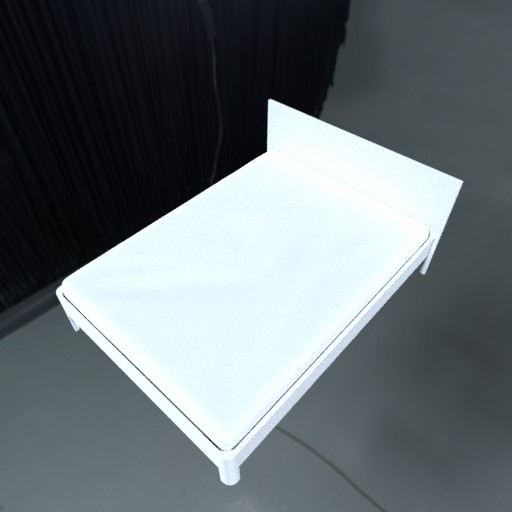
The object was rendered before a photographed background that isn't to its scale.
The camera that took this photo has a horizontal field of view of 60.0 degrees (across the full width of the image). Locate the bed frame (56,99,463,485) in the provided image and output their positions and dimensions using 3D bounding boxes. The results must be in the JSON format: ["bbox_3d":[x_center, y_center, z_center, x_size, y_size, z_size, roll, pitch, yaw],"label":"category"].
[{"bbox_3d":[0.000,0.000,2.718,1.490,0.800,1.950,33,55,28],"label":"bed frame"}]
